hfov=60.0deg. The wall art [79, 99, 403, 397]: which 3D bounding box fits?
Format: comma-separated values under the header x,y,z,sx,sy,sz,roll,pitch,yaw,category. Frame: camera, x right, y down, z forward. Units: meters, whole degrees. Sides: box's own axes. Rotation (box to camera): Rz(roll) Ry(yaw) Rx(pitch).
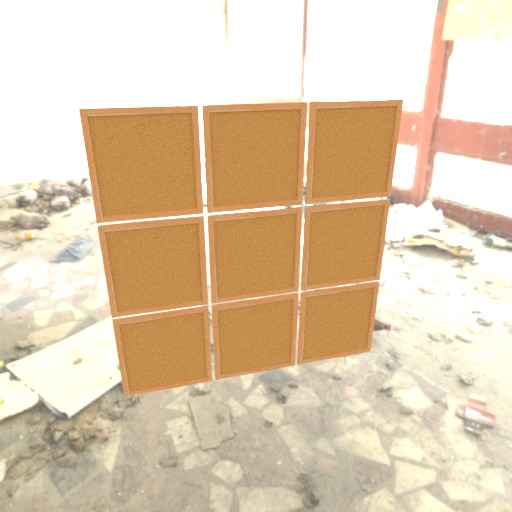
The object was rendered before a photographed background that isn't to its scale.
x,y,z,sx,sy,sz,roll,pitch,yaw,category
0.000,0.000,1.868,1.216,1.220,0.013,-7,25,-14,wall art
